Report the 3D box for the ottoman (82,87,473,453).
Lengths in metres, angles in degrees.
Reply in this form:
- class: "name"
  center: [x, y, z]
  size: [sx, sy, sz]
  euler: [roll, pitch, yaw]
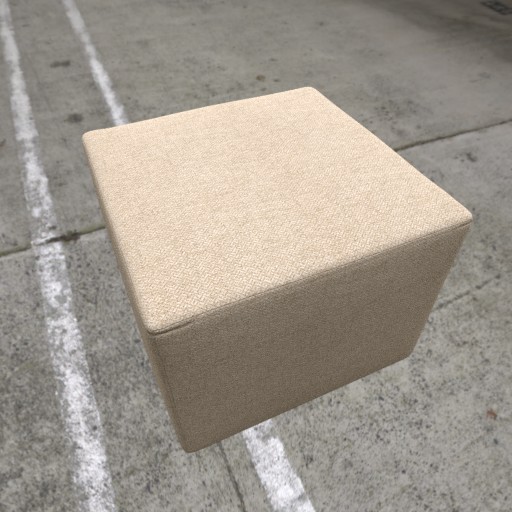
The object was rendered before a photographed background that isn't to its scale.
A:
- class: "ottoman"
  center: [0.000, 0.000, 0.877]
  size: [0.508, 0.432, 0.508]
  euler: [-18, 48, -17]
